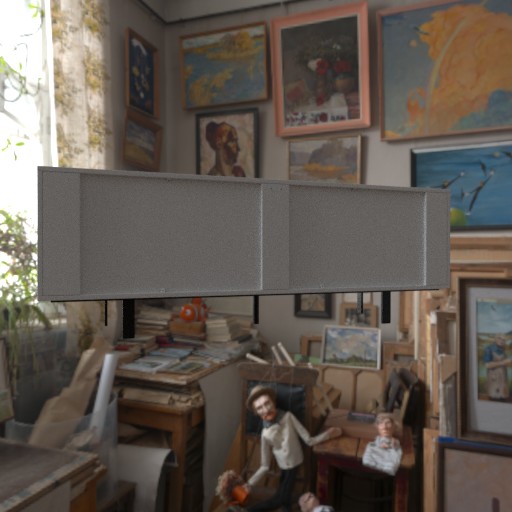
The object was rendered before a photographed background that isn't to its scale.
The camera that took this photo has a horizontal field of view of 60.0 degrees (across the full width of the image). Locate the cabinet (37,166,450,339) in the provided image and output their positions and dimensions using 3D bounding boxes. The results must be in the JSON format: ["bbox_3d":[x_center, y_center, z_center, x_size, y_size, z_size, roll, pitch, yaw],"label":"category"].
[{"bbox_3d":[0.000,0.000,1.743,1.499,0.533,0.431,0,0,-19],"label":"cabinet"}]
